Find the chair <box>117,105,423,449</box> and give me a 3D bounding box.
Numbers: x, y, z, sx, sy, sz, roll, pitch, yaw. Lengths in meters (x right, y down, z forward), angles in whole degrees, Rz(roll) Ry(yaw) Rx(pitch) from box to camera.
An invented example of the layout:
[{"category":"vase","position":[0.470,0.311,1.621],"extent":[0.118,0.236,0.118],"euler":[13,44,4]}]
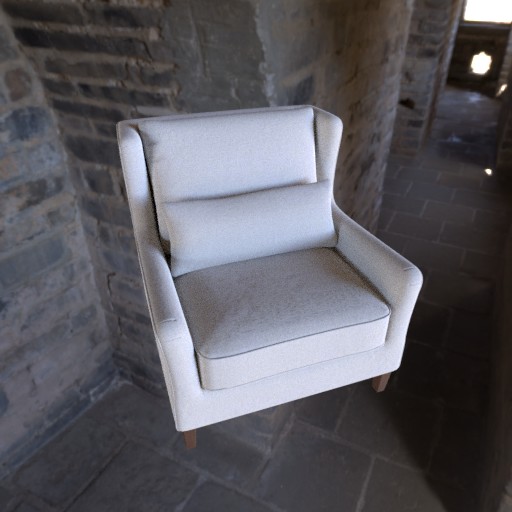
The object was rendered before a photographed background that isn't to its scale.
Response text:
[{"category":"chair","position":[0.000,0.000,1.915],"extent":[0.982,1.056,1.040],"euler":[-10,33,-16]}]
